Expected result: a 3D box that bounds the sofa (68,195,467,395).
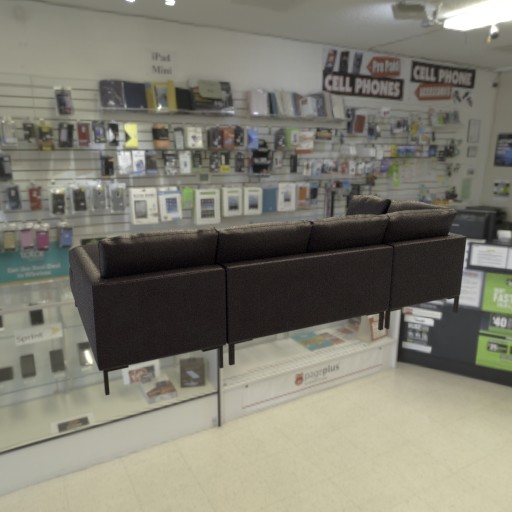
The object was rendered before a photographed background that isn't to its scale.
[{"bbox_3d":[0.000,0.000,3.839,2.956,0.900,1.939,-7,15,-26],"label":"sofa"}]
